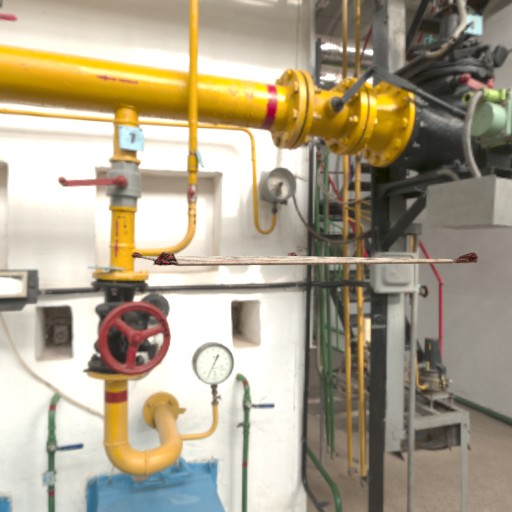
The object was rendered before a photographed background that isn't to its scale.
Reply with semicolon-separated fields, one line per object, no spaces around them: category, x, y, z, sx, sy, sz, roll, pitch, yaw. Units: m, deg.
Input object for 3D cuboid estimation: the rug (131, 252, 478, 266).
rug;0.000;0.000;3.370;1.741;0.066;2.672;0;1;-18
